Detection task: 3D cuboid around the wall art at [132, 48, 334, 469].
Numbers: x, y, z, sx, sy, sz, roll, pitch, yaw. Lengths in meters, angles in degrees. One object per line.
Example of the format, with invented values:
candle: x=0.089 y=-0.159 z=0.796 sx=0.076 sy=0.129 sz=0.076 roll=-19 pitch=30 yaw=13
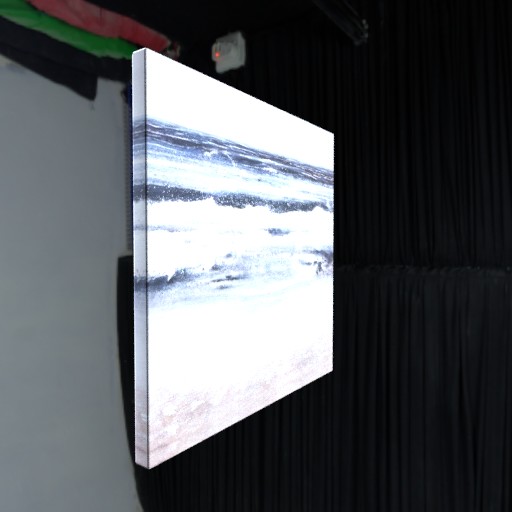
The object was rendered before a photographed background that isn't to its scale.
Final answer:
wall art: x=0.000 y=0.000 z=1.107 sx=0.065 sy=0.747 sz=0.755 roll=1 pitch=2 yaw=35
